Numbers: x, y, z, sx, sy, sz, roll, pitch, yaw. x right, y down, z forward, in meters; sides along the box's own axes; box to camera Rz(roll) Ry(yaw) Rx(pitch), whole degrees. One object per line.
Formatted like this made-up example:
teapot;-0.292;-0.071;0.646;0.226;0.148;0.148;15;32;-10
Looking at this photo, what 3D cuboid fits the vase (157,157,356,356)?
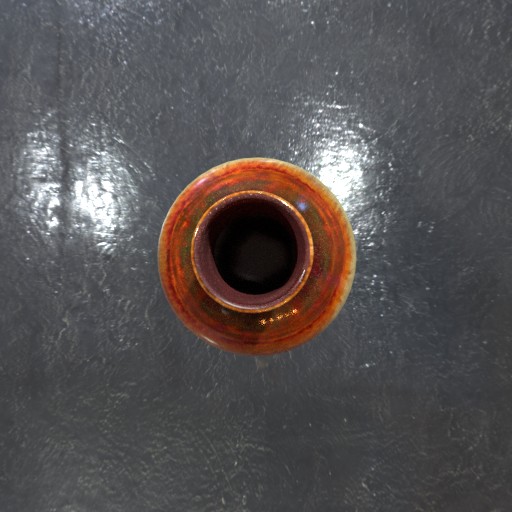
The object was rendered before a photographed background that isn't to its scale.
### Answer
vase;0.000;0.000;0.224;0.111;0.154;0.111;0;89;1
